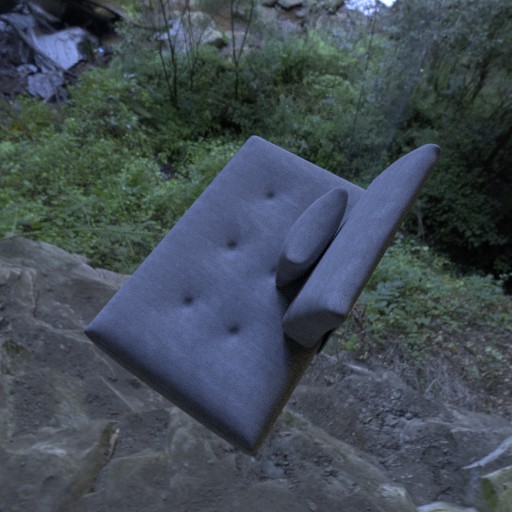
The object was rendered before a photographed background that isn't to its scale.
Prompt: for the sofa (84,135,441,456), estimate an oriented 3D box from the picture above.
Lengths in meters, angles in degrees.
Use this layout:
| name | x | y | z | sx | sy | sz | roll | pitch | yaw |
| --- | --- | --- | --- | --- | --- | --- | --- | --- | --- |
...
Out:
| name | x | y | z | sx | sy | sz | roll | pitch | yaw |
| --- | --- | --- | --- | --- | --- | --- | --- | --- | --- |
| sofa | 0.000 | 0.000 | 2.065 | 1.002 | 0.820 | 1.450 | 30 | 67 | 15 |
